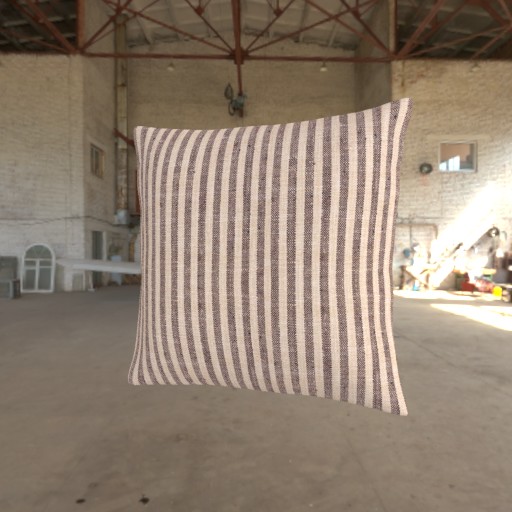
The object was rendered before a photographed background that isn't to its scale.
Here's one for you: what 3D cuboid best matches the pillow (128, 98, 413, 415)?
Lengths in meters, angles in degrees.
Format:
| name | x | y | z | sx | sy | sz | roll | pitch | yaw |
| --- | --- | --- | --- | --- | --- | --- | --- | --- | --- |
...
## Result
| name | x | y | z | sx | sy | sz | roll | pitch | yaw |
| --- | --- | --- | --- | --- | --- | --- | --- | --- | --- |
| pillow | 0.000 | 0.000 | 0.788 | 0.523 | 0.506 | 0.166 | 0 | 1 | 19 |
